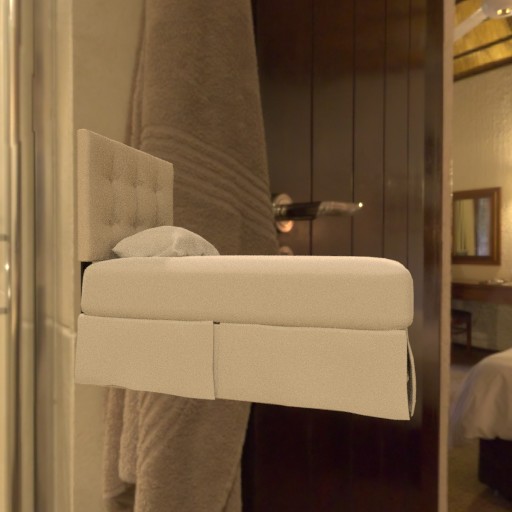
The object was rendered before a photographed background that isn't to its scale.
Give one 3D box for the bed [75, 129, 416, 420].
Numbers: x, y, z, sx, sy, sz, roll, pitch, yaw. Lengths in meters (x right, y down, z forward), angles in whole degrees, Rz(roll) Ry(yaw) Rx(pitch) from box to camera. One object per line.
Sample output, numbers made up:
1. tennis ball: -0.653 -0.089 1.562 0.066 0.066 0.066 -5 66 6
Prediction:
1. bed: 0.000 0.000 2.984 1.997 1.571 1.261 0 1 17
